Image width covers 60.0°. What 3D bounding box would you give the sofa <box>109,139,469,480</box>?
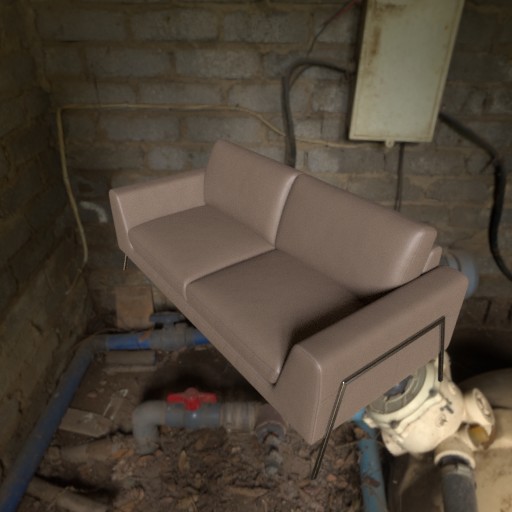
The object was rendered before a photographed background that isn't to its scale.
[{"bbox_3d":[0.000,0.000,2.540,0.953,0.875,2.017,-21,37,-31],"label":"sofa"}]
